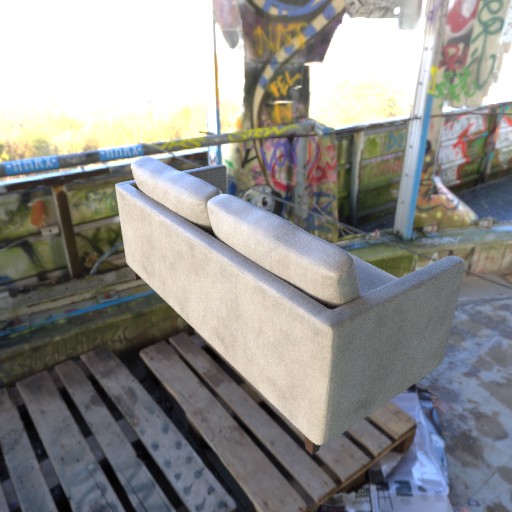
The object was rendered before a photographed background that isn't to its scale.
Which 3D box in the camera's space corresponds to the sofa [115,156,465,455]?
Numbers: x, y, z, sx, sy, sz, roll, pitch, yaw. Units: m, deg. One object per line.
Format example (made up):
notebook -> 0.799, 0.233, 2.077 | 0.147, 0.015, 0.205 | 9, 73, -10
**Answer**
sofa -> 0.000, 0.000, 2.774 | 0.951, 0.965, 2.208 | -18, 32, -32
